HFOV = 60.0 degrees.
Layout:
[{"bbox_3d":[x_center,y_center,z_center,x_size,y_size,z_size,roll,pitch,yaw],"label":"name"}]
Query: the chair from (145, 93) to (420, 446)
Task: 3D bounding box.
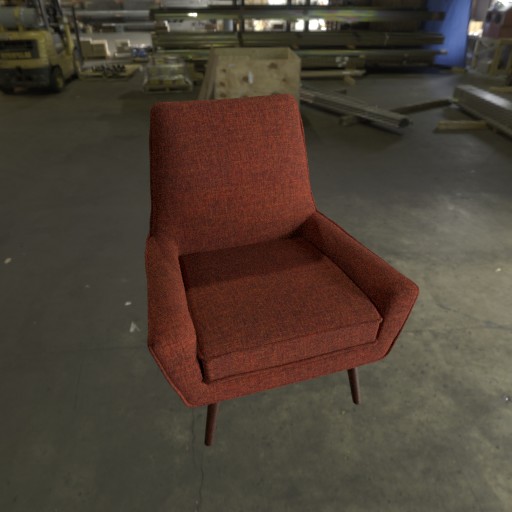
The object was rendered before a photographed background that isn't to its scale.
[{"bbox_3d":[0.000,0.000,1.516,0.803,0.911,0.784,-10,33,-15],"label":"chair"}]
